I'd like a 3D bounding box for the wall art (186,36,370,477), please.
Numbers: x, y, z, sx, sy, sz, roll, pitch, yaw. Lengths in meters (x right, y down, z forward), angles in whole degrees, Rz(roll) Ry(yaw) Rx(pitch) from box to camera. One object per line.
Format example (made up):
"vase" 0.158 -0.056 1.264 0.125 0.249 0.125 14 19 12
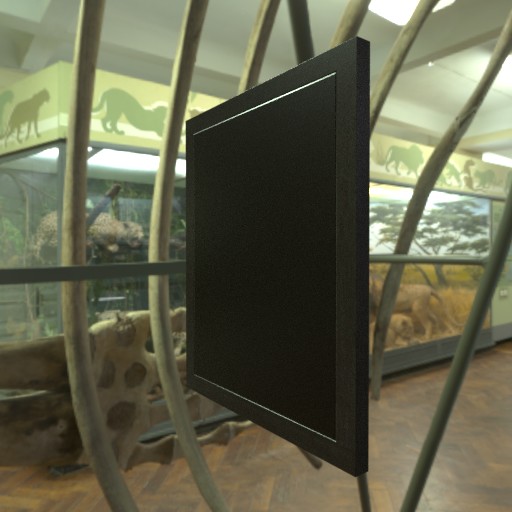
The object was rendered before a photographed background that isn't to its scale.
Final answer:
"wall art" 0.000 0.000 0.783 0.027 0.580 0.479 -1 1 -36
